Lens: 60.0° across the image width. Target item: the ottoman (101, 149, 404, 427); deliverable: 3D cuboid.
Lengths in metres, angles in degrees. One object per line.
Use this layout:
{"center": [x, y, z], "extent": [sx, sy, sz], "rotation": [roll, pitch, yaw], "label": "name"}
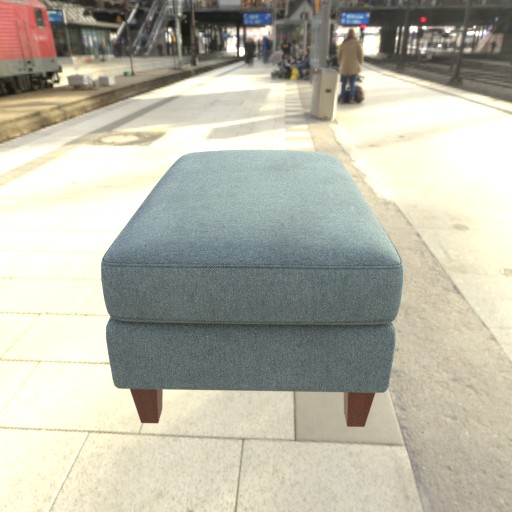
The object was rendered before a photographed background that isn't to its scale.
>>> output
{"center": [0.000, 0.000, 1.249], "extent": [0.584, 0.483, 0.864], "rotation": [1, 26, 1], "label": "ottoman"}
